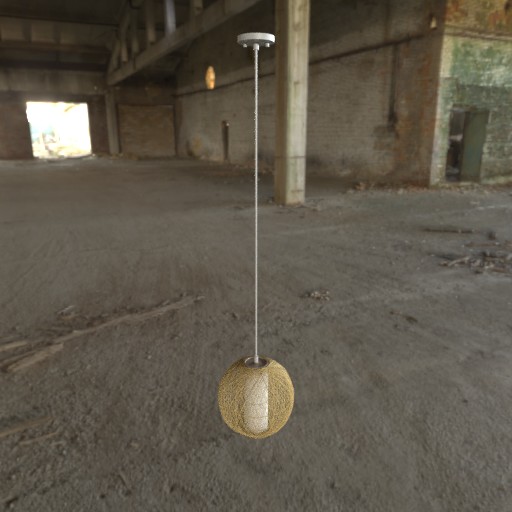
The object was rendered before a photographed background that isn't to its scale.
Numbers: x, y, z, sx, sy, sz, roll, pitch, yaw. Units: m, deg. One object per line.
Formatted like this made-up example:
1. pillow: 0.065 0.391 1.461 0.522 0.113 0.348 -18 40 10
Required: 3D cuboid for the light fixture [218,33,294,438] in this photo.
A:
1. light fixture: 0.000 0.000 2.166 0.407 1.955 0.406 -8 17 -26
